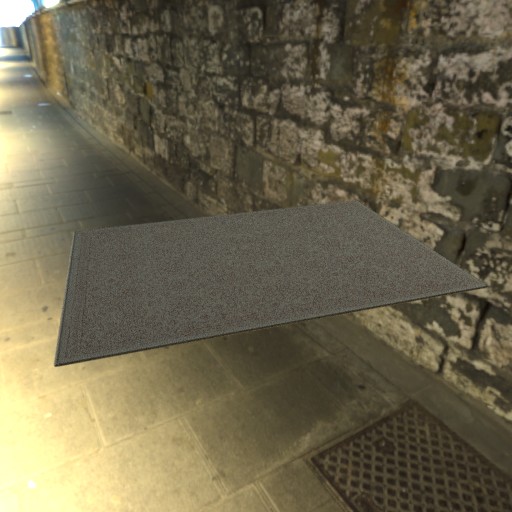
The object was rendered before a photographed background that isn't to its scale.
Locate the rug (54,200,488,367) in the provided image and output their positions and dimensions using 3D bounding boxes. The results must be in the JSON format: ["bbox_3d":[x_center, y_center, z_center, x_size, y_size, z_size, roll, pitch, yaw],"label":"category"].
[{"bbox_3d":[0.000,0.000,2.280,1.829,0.010,1.219,-8,28,-15],"label":"rug"}]
